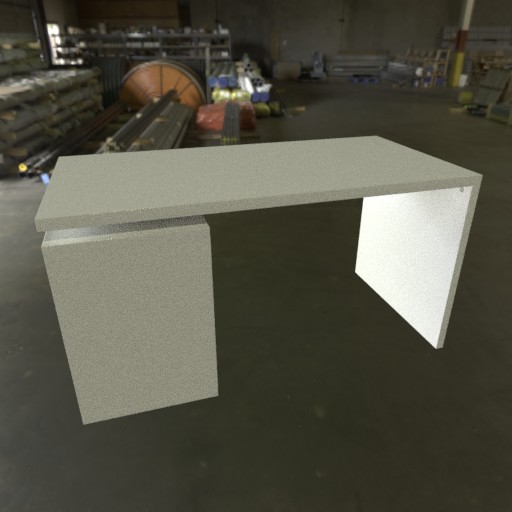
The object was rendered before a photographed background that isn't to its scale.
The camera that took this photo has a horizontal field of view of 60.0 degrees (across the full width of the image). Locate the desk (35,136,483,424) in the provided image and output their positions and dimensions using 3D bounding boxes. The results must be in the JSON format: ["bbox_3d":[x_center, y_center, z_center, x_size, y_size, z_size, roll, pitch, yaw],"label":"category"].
[{"bbox_3d":[0.000,0.000,1.783,1.400,0.740,0.690,-8,27,-15],"label":"desk"}]
